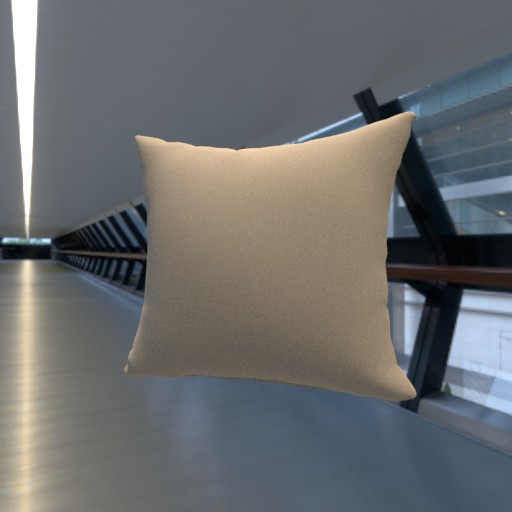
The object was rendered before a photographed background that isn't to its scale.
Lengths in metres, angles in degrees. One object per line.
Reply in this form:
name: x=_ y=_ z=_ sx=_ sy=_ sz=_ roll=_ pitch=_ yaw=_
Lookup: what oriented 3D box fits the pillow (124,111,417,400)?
pillow: x=0.000 y=0.000 z=0.818 sx=0.560 sy=0.487 sz=0.229 roll=0 pitch=-1 yaw=17
